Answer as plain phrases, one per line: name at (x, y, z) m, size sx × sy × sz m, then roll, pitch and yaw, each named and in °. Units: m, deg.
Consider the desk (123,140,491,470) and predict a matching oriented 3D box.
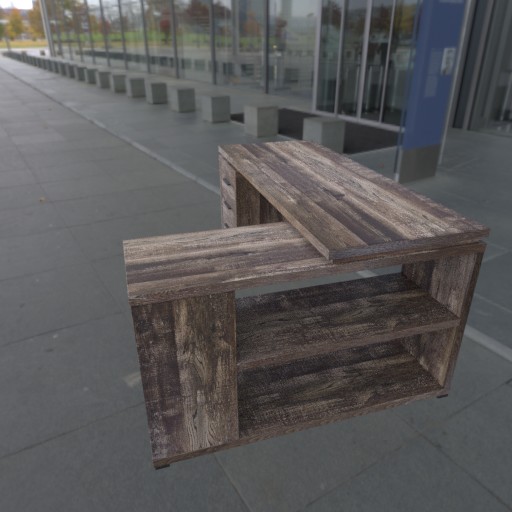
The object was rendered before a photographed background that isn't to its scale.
desk at (0.000, 0.000, 2.167) m, size 1.200 × 0.753 × 1.524 m, roll -8°, pitch 27°, yaw -15°
